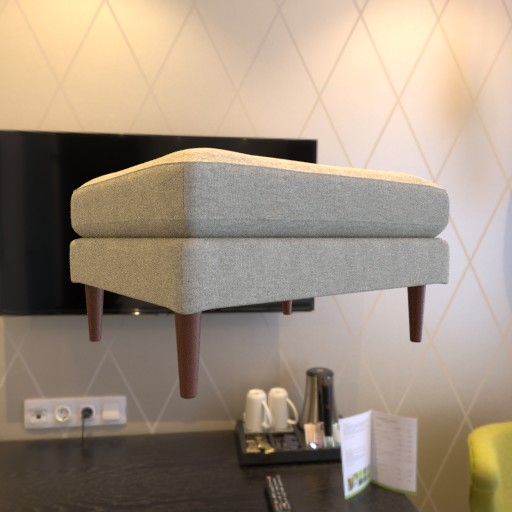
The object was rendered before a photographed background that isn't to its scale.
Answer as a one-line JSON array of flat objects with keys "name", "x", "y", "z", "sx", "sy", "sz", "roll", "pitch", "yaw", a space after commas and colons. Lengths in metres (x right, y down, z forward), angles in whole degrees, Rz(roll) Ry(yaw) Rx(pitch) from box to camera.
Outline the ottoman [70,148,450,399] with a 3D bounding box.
[{"name": "ottoman", "x": 0.000, "y": 0.000, "z": 1.229, "sx": 0.821, "sy": 0.474, "sz": 0.693, "roll": -2, "pitch": 3, "yaw": -37}]
